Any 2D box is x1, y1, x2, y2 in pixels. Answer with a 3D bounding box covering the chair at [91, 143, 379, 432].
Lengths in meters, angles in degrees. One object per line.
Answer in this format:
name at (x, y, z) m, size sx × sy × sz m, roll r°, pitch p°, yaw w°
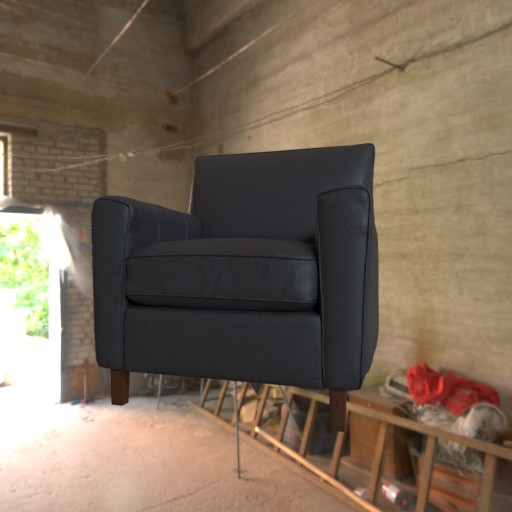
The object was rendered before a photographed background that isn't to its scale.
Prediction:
chair at (0.000, 0.000, 1.625) m, size 0.870 × 0.943 × 0.825 m, roll 0°, pitch 0°, yaw 18°
